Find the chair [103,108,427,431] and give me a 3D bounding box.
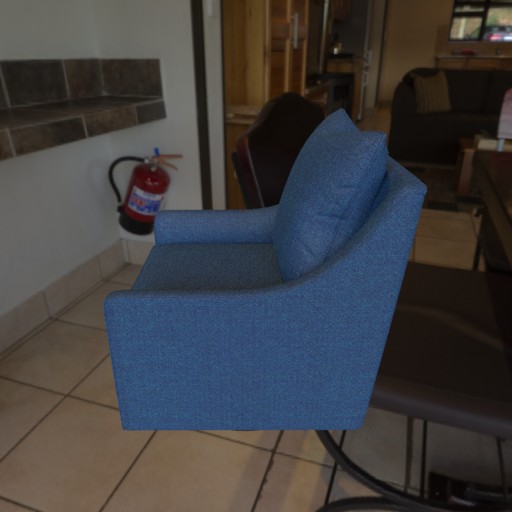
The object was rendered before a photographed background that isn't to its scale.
[{"bbox_3d":[0.000,0.000,1.572,0.870,0.939,0.750,0,25,0],"label":"chair"}]
